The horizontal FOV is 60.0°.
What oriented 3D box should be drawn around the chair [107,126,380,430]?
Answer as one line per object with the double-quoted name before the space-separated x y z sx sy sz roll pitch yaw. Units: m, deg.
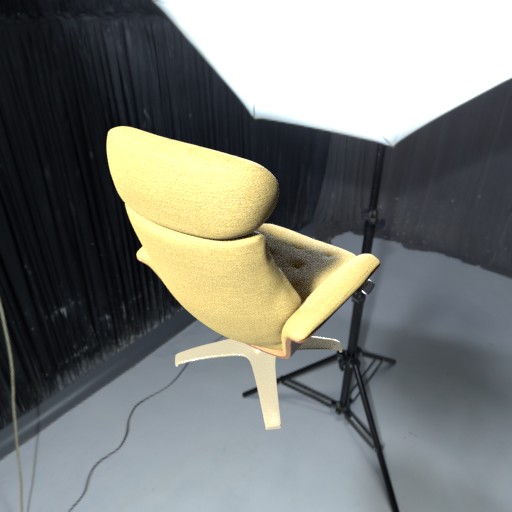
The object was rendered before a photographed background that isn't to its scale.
"chair" 0.000 0.000 1.557 0.785 0.995 0.837 23 38 32
